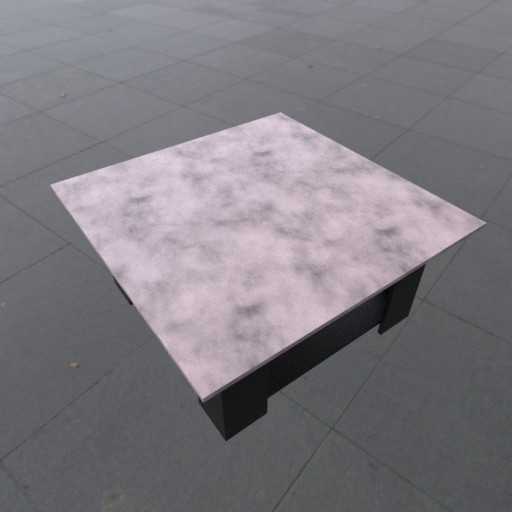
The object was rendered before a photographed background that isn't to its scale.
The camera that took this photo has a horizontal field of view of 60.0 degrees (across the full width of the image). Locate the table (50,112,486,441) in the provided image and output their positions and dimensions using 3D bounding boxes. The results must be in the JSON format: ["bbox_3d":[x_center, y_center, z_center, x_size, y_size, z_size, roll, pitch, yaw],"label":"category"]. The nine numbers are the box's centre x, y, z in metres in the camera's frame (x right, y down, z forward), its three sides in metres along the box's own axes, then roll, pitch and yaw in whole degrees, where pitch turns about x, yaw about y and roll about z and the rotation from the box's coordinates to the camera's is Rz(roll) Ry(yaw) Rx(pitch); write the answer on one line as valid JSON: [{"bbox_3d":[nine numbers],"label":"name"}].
[{"bbox_3d":[0.000,0.000,1.053,0.670,0.305,0.670,-26,47,-26],"label":"table"}]
